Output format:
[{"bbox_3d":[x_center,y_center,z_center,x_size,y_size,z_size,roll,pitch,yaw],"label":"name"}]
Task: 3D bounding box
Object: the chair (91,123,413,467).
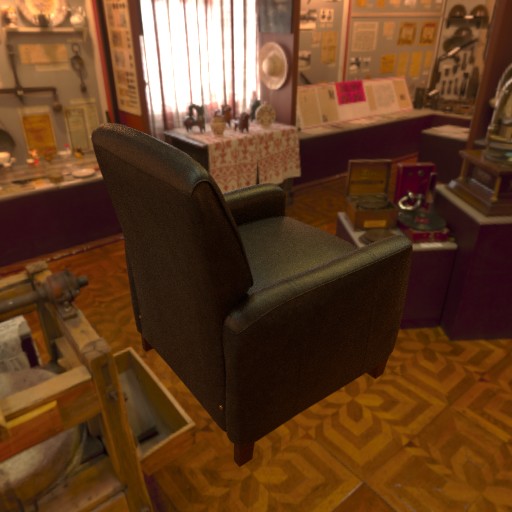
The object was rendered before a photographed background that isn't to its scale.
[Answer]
[{"bbox_3d":[0.000,0.000,1.643,0.864,1.014,0.848,-19,33,-32],"label":"chair"}]
